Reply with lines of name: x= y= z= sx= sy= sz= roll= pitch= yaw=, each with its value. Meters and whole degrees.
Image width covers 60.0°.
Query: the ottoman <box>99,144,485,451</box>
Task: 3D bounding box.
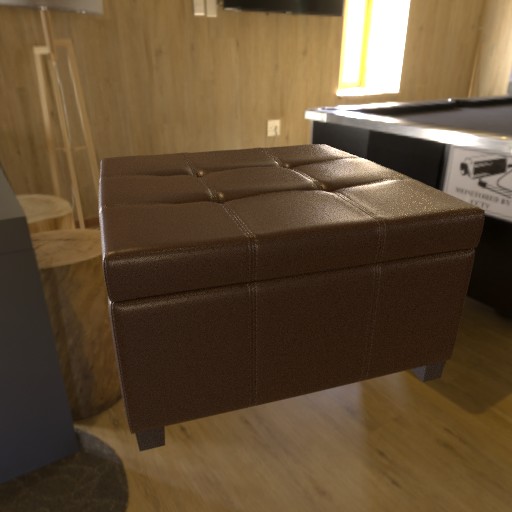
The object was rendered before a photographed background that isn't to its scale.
ottoman: x=0.000 y=0.000 z=1.246 sx=0.788 sy=0.460 sz=0.787 roll=-8 pitch=26 yaw=-16
